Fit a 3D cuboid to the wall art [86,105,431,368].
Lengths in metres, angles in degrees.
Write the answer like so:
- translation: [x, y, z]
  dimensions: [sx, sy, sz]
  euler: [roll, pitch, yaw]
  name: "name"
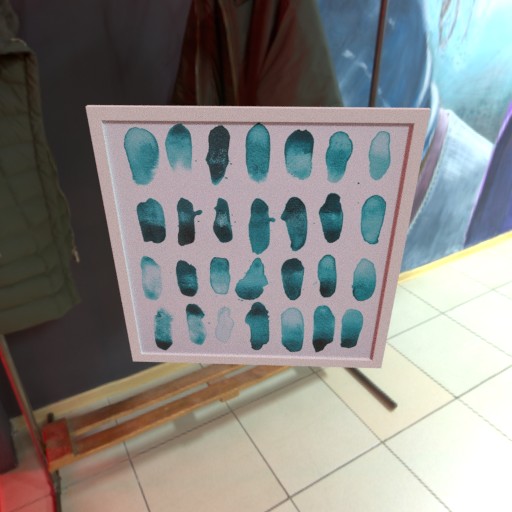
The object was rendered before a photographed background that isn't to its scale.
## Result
- translation: [0.000, 0.000, 0.703]
  dimensions: [0.456, 0.457, 0.009]
  euler: [1, 30, 2]
  name: "wall art"
